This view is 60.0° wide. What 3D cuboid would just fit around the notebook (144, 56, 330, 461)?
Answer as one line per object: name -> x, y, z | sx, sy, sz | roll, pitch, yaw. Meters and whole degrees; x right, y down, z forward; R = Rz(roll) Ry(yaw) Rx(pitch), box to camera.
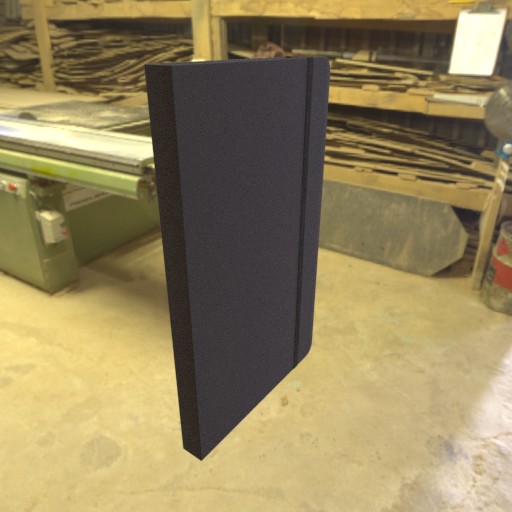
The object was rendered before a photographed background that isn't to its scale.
notebook -> 0.000, 0.000, 0.261 | 0.016, 0.213, 0.127 | 18, 31, 32
